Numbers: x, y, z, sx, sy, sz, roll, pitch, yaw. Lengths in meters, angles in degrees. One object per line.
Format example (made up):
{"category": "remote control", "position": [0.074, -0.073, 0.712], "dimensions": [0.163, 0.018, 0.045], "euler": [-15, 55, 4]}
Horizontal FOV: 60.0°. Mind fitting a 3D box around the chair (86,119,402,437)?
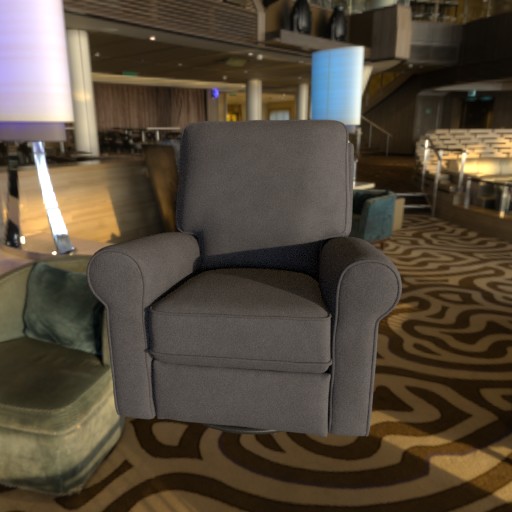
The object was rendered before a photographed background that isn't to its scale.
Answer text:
{"category": "chair", "position": [0.000, 0.000, 1.615], "dimensions": [0.890, 0.961, 0.878], "euler": [2, 16, 7]}
